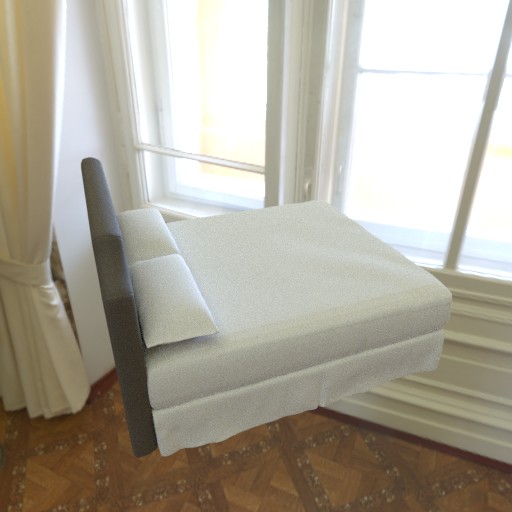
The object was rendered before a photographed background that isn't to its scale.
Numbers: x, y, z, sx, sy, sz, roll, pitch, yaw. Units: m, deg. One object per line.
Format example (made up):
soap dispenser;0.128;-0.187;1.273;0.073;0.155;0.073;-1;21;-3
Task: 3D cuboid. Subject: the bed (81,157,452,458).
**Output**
bed;0.000;0.000;3.817;2.536;1.561;2.194;-11;31;-19
